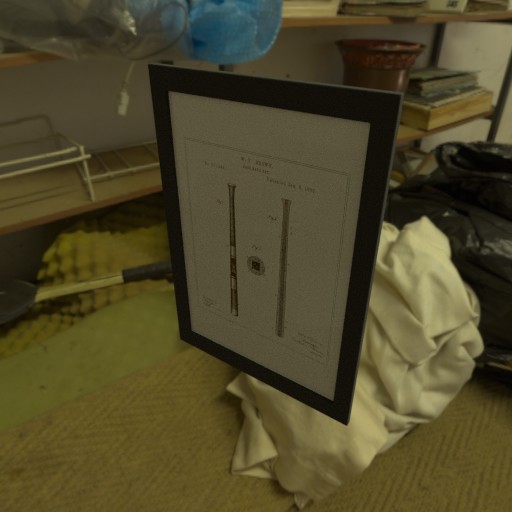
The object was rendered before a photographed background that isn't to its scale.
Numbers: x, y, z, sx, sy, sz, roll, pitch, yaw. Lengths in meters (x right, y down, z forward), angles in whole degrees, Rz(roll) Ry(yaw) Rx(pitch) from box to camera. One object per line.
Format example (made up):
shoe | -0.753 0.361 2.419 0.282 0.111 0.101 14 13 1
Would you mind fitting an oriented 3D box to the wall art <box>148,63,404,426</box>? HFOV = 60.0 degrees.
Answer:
wall art | 0.000 0.000 0.693 0.374 0.529 0.012 20 37 29
